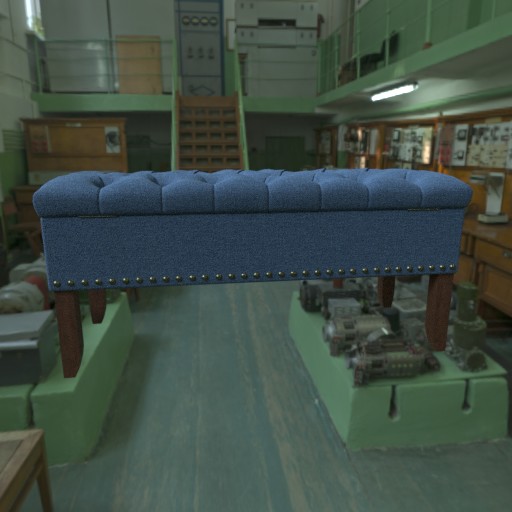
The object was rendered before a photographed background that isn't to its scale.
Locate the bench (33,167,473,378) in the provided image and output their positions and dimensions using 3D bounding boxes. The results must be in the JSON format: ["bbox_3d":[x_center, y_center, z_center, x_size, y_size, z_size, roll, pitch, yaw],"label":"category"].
[{"bbox_3d":[0.000,0.000,1.284,1.052,0.492,0.417,-2,14,-8],"label":"bench"}]
